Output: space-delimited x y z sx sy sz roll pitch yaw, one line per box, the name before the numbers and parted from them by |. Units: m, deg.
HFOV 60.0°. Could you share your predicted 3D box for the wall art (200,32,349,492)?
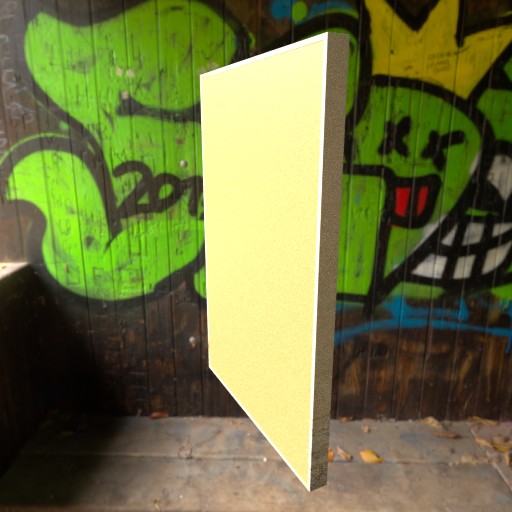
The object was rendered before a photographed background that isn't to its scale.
wall art | 0.000 0.000 0.934 0.038 0.764 0.508 -8 17 -26
